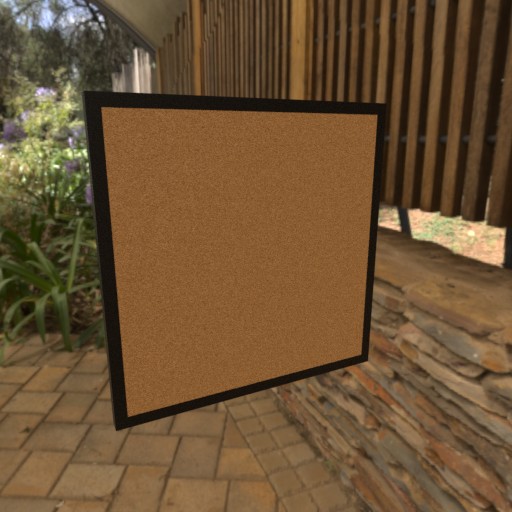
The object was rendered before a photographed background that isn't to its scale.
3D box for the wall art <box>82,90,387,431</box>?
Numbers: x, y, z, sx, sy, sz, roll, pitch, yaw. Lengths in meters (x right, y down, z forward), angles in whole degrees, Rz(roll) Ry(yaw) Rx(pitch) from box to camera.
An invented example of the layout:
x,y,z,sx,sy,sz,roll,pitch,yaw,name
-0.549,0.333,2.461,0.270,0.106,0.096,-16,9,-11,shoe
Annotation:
x,y,z,sx,sy,sz,roll,pitch,yaw,name
0.000,0.000,1.135,0.762,0.762,0.038,-7,17,-26,wall art
